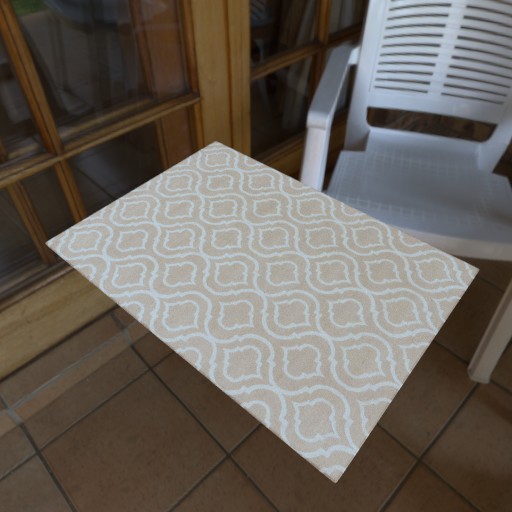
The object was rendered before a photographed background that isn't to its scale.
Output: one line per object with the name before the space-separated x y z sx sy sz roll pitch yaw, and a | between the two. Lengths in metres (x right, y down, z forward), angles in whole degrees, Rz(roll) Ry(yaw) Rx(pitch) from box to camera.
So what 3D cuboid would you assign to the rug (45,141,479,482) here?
rug | 0.000 0.000 2.664 2.134 0.010 1.524 31 54 27
